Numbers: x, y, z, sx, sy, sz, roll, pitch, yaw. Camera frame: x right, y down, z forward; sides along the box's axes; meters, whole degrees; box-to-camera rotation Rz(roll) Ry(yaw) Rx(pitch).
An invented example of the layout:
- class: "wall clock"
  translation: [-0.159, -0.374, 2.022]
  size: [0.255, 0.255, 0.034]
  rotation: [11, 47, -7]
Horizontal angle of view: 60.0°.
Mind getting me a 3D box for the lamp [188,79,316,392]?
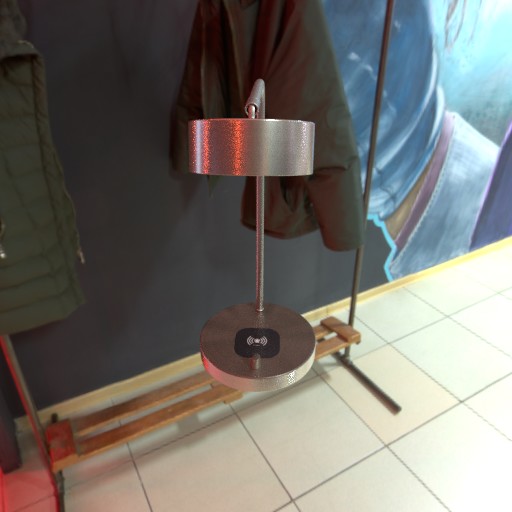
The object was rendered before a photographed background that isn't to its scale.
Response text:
- class: "lamp"
  translation: [0.000, 0.000, 0.654]
  size: [0.211, 0.469, 0.334]
  rotation: [1, 30, 3]
